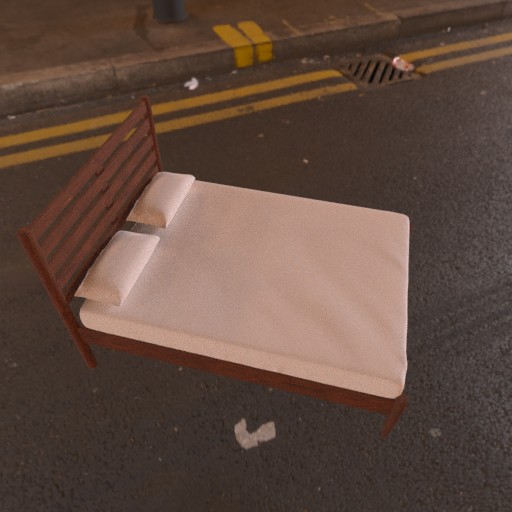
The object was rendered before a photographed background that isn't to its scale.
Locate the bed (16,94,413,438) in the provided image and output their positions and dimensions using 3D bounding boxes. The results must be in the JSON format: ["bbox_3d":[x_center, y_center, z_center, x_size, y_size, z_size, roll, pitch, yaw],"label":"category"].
[{"bbox_3d":[0.000,0.000,2.980,2.093,1.304,1.509,11,47,10],"label":"bed"}]
